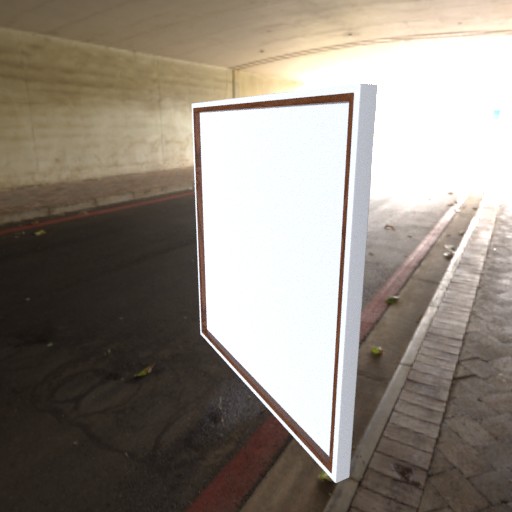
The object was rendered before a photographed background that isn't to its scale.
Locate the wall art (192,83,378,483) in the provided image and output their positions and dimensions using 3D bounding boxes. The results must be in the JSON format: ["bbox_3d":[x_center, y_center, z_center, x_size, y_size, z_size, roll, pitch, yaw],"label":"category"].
[{"bbox_3d":[0.000,0.000,1.489,0.049,1.009,1.009,-8,18,-27],"label":"wall art"}]
